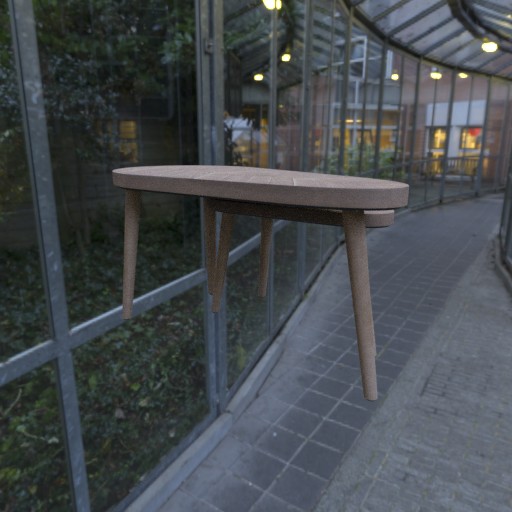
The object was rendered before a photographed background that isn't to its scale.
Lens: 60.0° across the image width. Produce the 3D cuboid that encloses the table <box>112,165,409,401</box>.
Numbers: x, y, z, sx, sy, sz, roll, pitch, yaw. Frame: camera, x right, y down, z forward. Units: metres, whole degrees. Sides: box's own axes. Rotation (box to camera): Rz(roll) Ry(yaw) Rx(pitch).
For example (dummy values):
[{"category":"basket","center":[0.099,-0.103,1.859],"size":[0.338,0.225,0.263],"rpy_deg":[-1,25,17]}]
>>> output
[{"category":"table","center":[0.000,0.000,1.606],"size":[0.701,0.595,1.190],"rpy_deg":[-14,20,-42]}]
